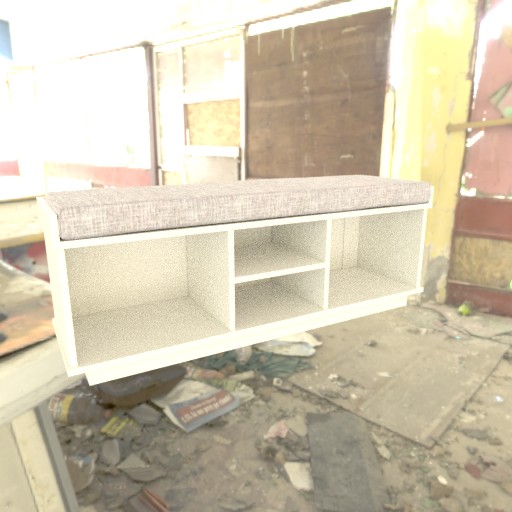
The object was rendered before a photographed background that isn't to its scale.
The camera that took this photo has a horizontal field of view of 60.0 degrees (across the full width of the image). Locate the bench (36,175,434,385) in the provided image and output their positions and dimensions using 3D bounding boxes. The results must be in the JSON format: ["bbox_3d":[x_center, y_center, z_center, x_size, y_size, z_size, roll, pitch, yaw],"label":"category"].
[{"bbox_3d":[0.000,0.000,1.416,1.196,0.453,0.363,-8,17,-28],"label":"bench"}]
